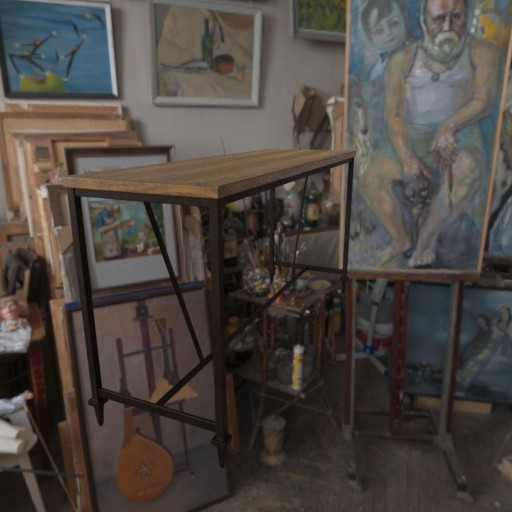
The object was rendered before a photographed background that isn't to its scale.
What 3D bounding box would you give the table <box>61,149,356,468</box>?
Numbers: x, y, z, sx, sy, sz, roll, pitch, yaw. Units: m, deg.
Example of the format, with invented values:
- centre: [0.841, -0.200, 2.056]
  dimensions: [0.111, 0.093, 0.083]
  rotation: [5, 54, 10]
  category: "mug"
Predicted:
- centre: [0.000, 0.000, 2.113]
  dimensions: [0.551, 0.902, 1.700]
  rotation: [7, 18, 23]
  category: "table"
